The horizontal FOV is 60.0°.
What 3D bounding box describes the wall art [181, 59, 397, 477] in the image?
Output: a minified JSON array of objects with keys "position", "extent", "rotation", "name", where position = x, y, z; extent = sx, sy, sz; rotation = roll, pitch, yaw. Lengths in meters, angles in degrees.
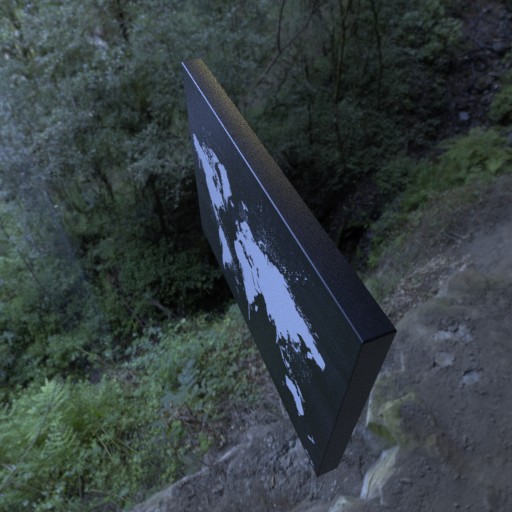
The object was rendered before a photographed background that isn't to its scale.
[{"position":[0.000,0.000,0.746],"extent":[0.038,0.409,0.610],"rotation":[-17,50,-14],"name":"wall art"}]
